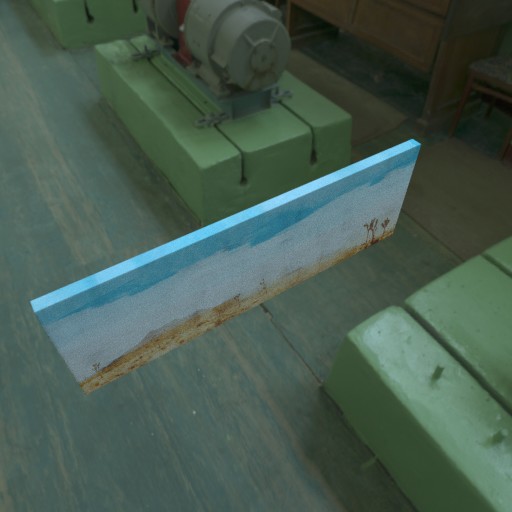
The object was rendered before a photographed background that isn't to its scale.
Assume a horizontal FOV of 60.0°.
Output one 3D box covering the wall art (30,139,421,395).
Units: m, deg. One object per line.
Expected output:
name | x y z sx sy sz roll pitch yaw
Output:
wall art | 0.000 0.000 0.852 0.759 0.254 0.044 -25 52 -22
